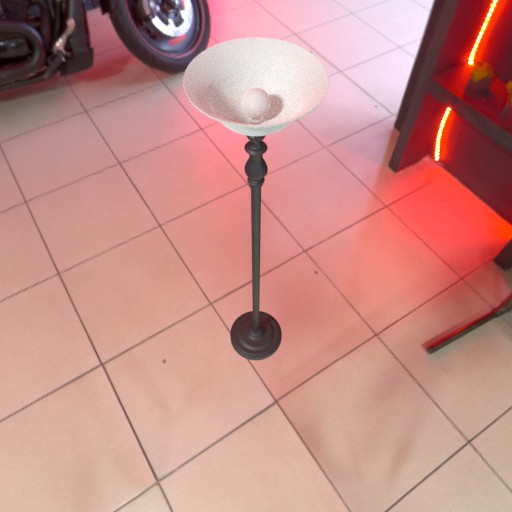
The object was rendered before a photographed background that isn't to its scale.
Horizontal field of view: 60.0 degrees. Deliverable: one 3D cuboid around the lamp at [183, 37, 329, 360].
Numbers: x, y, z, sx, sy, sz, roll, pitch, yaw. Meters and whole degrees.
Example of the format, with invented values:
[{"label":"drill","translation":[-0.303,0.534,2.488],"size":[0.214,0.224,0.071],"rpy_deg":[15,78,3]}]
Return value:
[{"label":"lamp","translation":[0.000,0.000,1.985],"size":[0.405,1.797,0.405],"rpy_deg":[0,56,0]}]
